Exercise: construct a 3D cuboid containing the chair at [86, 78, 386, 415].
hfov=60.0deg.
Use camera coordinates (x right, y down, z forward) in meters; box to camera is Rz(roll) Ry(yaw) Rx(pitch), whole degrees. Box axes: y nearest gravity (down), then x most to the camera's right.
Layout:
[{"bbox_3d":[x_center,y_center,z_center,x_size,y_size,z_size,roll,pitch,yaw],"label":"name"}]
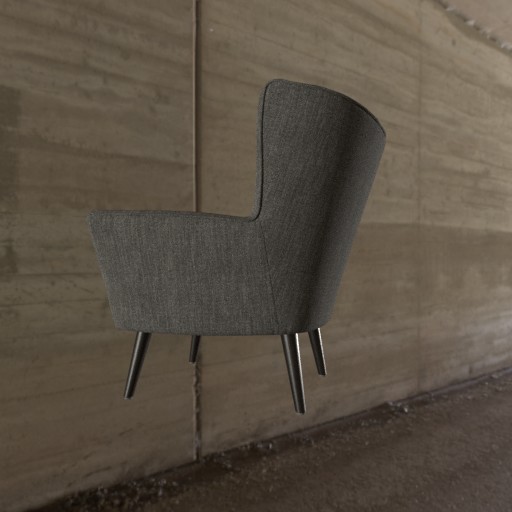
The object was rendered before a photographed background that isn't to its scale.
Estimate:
[{"bbox_3d":[0.000,0.000,1.577,0.888,0.933,0.781,0,0,17],"label":"chair"}]
